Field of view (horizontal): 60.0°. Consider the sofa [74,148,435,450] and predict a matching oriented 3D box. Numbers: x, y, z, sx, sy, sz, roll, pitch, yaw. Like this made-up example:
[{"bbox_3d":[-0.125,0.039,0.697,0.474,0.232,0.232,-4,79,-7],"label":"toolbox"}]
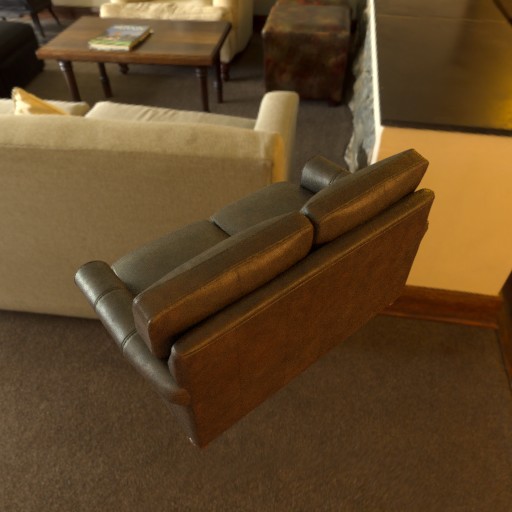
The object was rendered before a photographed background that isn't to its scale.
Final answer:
[{"bbox_3d":[0.000,0.000,2.258,1.616,0.976,0.990,-30,51,-27],"label":"sofa"}]
